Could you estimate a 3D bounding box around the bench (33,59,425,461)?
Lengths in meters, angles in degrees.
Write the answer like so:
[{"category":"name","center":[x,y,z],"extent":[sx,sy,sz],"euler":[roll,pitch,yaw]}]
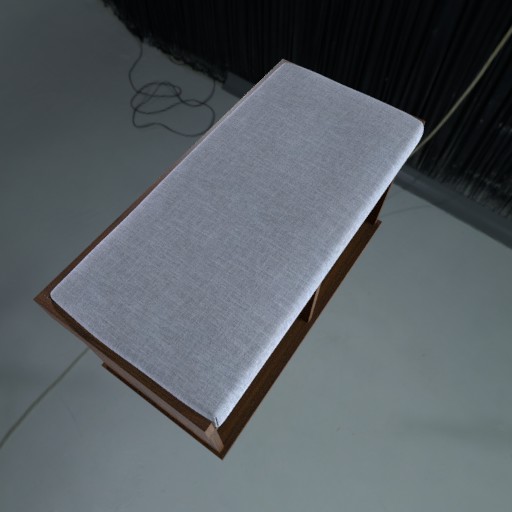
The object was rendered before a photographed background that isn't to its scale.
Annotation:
[{"category":"bench","center":[0.000,0.000,0.984],"extent":[0.362,0.461,0.734],"euler":[31,64,17]}]
